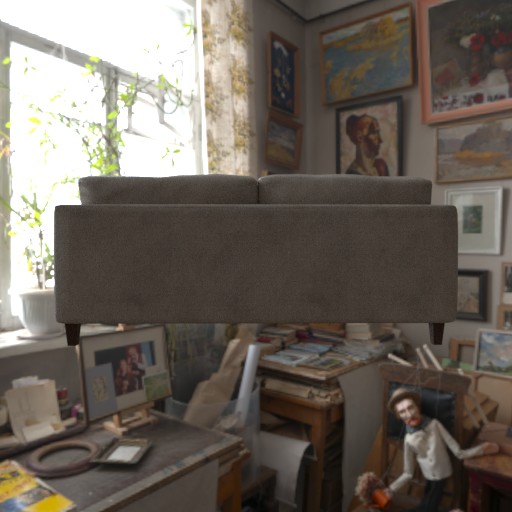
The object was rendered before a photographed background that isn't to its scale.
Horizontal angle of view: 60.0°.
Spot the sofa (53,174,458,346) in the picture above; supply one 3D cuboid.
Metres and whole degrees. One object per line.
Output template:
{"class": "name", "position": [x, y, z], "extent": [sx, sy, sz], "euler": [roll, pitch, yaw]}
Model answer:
{"class": "sofa", "position": [0.000, 0.000, 2.846], "extent": [2.208, 0.965, 0.951], "euler": [0, 1, -1]}
